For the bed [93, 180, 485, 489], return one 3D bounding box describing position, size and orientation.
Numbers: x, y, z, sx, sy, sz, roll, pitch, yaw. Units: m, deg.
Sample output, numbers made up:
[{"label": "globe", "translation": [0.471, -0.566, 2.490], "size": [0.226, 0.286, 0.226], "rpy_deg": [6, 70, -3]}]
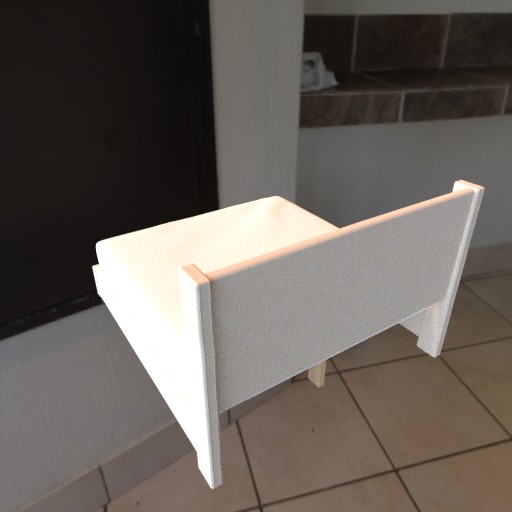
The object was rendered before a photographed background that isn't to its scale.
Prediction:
[{"label": "bed", "translation": [0.000, 0.000, 3.621], "size": [2.145, 1.471, 2.293], "rpy_deg": [-18, 34, -29]}]
